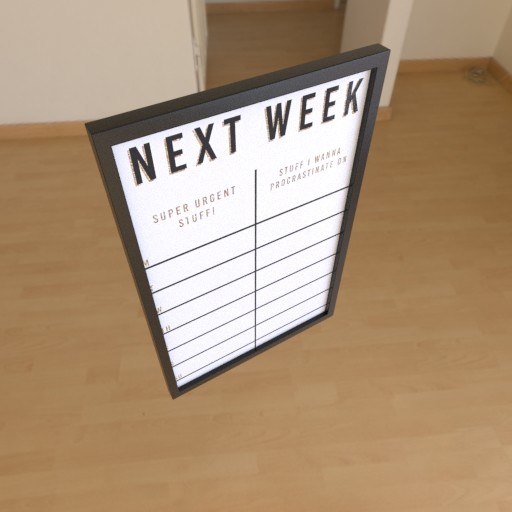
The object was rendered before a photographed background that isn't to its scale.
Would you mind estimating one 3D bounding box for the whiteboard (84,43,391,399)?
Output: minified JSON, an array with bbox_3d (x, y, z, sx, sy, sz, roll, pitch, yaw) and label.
[{"bbox_3d":[0.000,0.000,0.752,0.406,0.611,0.026,-24,51,-20],"label":"whiteboard"}]
